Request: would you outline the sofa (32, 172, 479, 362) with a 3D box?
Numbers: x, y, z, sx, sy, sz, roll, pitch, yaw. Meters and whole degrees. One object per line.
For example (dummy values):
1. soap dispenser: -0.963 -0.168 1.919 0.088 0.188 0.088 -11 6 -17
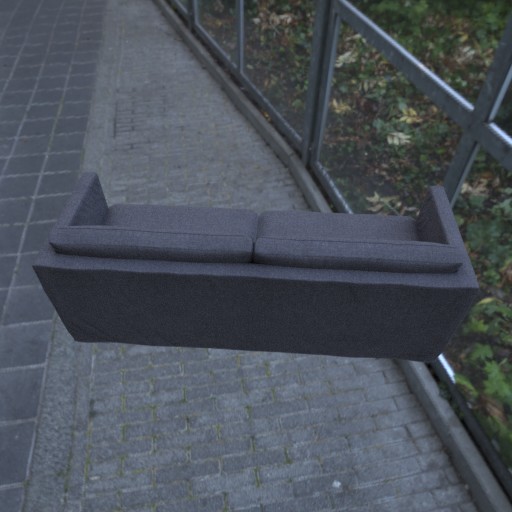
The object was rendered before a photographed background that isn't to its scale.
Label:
1. sofa: 0.000 0.000 3.282 2.779 0.998 1.036 3 47 3
